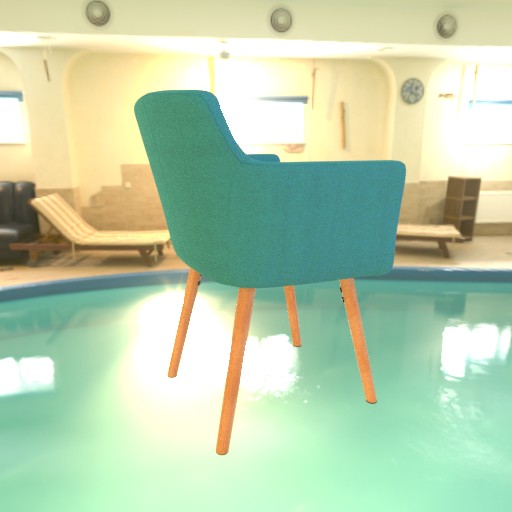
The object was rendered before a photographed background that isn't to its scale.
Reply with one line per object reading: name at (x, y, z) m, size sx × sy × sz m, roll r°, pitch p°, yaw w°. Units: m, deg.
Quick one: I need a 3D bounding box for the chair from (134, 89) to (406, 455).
chair at (0.000, 0.000, 1.150) m, size 0.540 × 0.780 × 0.570 m, roll -7°, pitch 16°, yaw -26°
